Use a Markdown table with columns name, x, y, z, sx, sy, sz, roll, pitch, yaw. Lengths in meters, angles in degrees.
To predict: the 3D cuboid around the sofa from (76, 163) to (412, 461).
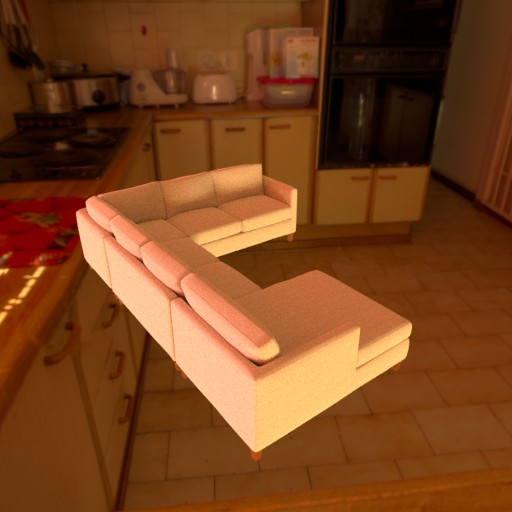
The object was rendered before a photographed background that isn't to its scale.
| name | x | y | z | sx | sy | sz | roll | pitch | yaw |
| --- | --- | --- | --- | --- | --- | --- | --- | --- | --- |
| sofa | 0.000 | 0.000 | 4.591 | 2.594 | 0.961 | 3.460 | -19 | 32 | -32 |
